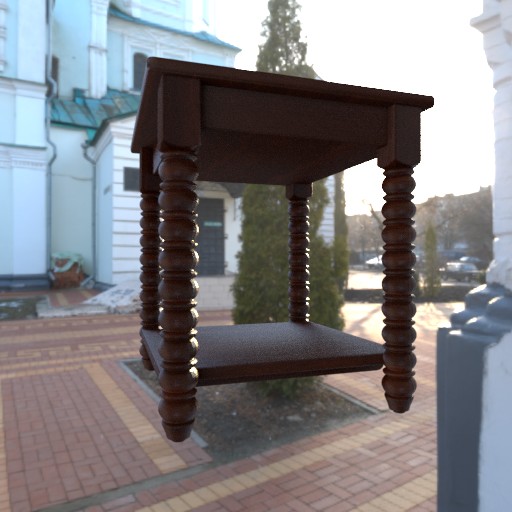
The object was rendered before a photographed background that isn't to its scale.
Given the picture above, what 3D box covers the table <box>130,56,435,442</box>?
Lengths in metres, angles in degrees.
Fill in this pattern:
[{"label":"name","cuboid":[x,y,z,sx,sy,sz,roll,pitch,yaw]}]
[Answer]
[{"label":"table","cuboid":[0.000,0.000,0.957,0.500,0.567,0.533,0,0,-18]}]
